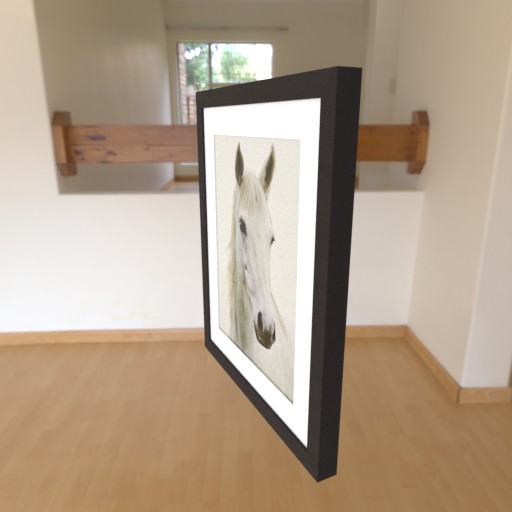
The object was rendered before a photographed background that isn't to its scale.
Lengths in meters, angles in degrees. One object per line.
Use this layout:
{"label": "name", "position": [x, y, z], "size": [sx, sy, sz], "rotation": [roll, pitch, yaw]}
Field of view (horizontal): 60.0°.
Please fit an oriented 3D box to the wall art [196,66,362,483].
{"label": "wall art", "position": [0.000, 0.000, 0.758], "size": [0.034, 0.552, 0.455], "rotation": [-8, 18, -26]}
